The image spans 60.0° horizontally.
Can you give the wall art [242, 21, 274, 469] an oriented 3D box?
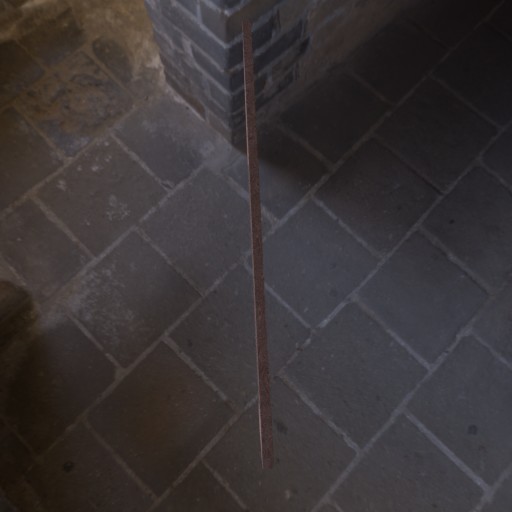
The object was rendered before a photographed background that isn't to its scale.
[{"bbox_3d":[0.000,0.000,1.173,0.019,0.626,0.917,-3,75,-1],"label":"wall art"}]
